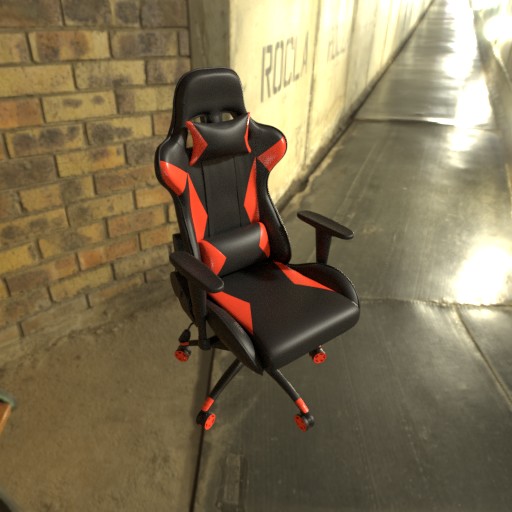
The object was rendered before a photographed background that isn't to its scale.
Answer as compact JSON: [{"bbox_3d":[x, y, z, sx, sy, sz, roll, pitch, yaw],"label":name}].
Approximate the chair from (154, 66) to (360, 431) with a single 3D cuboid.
[{"bbox_3d":[0.000,0.000,1.687,0.695,1.282,0.730,-20,35,-32],"label":"chair"}]
